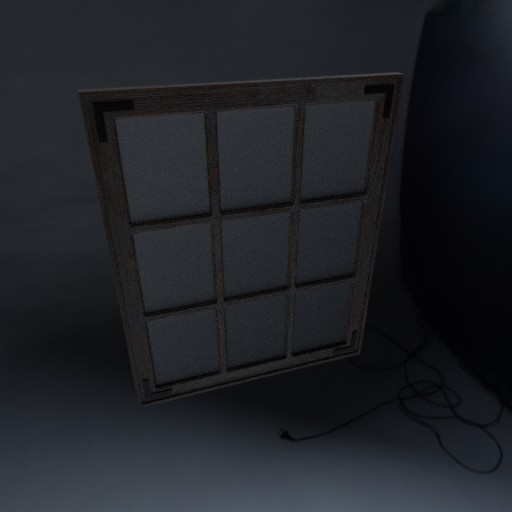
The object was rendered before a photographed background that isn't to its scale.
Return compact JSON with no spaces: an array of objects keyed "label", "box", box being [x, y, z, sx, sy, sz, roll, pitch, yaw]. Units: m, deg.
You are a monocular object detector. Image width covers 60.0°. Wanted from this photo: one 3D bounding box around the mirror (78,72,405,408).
[{"label":"mirror","box":[0.000,0.000,1.187,0.730,0.882,0.032,-9,32,-16]}]
